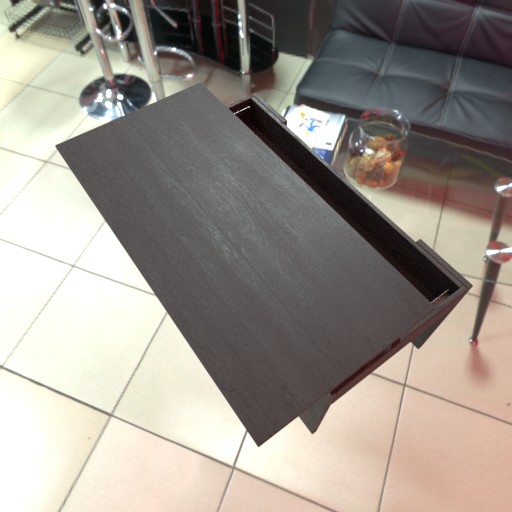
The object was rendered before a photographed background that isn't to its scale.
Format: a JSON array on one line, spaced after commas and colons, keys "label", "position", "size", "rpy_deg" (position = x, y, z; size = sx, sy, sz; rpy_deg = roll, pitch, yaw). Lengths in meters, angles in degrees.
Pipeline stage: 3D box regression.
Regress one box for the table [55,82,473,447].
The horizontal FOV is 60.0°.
[{"label": "table", "position": [0.000, 0.000, 1.412], "size": [0.711, 0.570, 1.000], "rpy_deg": [-31, 62, -18]}]
